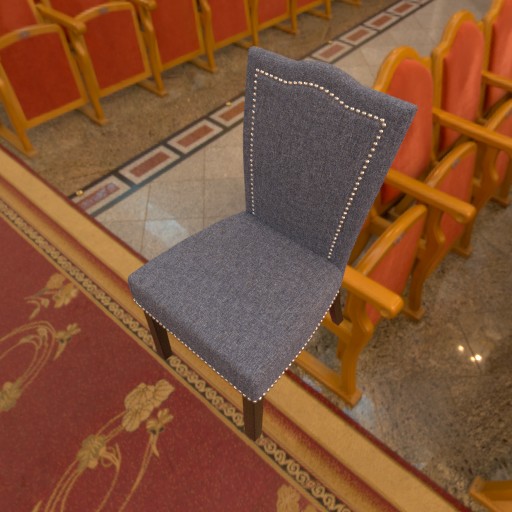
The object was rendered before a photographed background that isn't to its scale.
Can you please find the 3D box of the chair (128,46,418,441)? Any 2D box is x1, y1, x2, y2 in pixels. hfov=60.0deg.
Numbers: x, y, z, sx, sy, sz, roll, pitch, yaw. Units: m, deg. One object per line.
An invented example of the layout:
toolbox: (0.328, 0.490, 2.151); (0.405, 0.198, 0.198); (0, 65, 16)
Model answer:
chair: (0.000, 0.000, 1.287); (0.518, 0.946, 0.589); (33, 55, 27)
